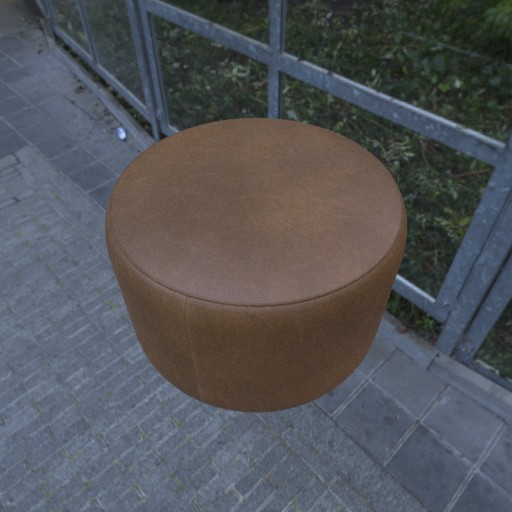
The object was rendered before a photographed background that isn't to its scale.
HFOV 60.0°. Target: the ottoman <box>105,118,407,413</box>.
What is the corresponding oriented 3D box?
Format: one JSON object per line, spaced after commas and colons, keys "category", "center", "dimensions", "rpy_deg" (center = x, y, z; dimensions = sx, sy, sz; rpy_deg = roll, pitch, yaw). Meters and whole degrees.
{"category": "ottoman", "center": [0.000, 0.000, 1.013], "dimensions": [0.607, 0.438, 0.607], "rpy_deg": [0, 46, 0]}
